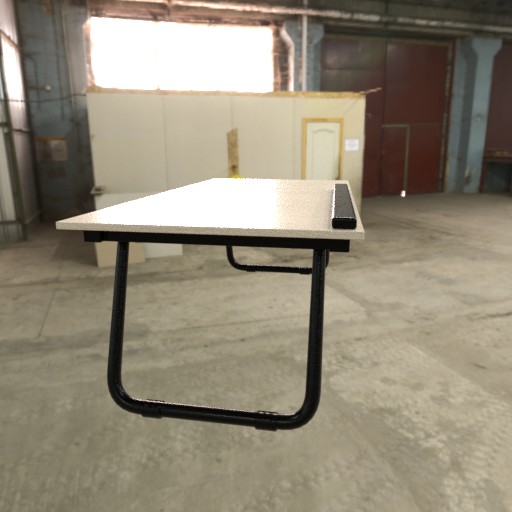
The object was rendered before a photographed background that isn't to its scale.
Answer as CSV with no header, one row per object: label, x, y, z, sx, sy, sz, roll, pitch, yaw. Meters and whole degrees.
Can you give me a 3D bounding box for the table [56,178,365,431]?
table,0.000,0.000,0.779,0.322,0.242,0.644,2,14,10
